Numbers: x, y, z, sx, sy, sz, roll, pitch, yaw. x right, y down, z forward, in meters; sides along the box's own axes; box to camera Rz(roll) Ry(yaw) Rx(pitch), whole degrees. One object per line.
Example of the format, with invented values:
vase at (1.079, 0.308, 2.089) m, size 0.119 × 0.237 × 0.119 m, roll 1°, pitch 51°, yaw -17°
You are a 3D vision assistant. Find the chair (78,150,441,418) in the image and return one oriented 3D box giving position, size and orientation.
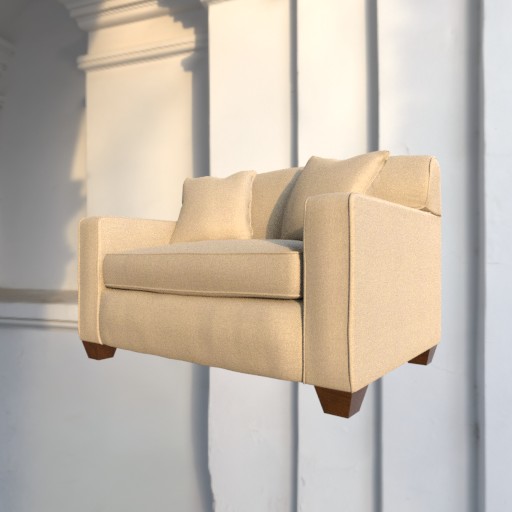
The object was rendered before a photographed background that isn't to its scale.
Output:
chair at (0.000, 0.000, 2.012) m, size 1.383 × 0.948 × 1.000 m, roll 0°, pitch 0°, yaw 37°
